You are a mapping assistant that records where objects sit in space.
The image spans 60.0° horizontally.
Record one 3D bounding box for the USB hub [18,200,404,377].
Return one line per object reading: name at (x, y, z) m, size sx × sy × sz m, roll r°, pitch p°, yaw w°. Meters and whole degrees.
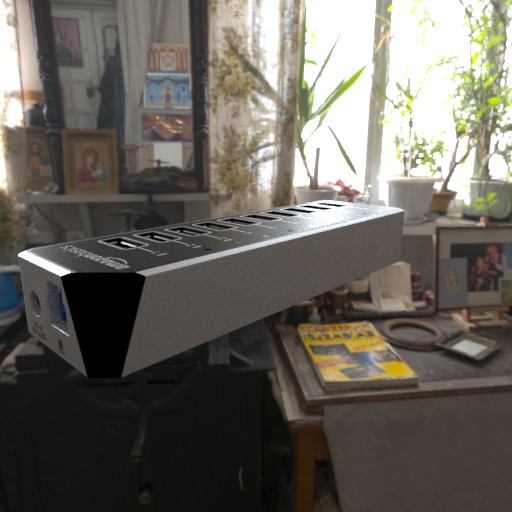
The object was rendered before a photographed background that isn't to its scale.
USB hub at (0.000, 0.000, 0.159) m, size 0.044 × 0.023 × 0.145 m, roll 14°, pitch 20°, yaw 42°
